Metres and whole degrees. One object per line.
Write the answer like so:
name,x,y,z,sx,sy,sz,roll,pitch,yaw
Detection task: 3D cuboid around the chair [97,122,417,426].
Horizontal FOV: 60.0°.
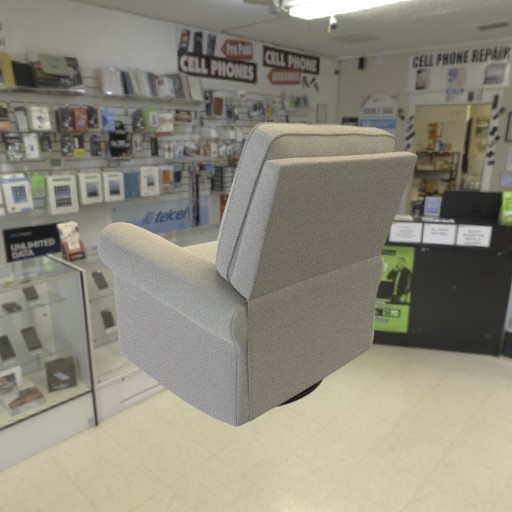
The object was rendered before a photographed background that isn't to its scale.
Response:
chair,0.000,0.000,1.691,0.890,0.960,0.878,-15,21,-42
